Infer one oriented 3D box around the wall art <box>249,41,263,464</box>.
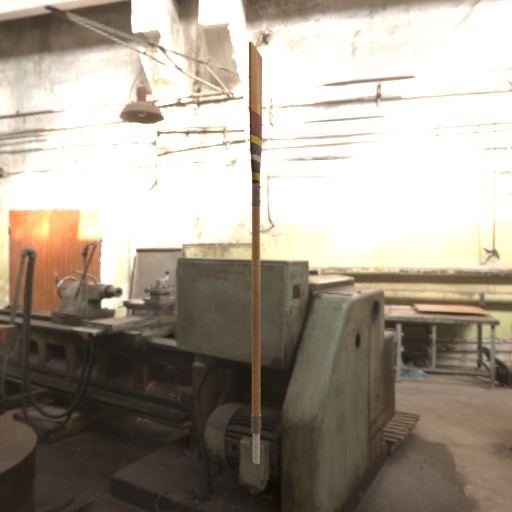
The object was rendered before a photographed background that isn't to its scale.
[{"bbox_3d":[0.000,0.000,1.665,0.038,1.556,0.146,0,0,17],"label":"wall art"}]
